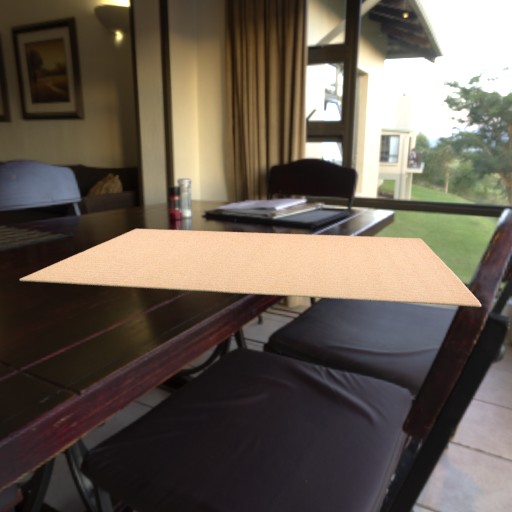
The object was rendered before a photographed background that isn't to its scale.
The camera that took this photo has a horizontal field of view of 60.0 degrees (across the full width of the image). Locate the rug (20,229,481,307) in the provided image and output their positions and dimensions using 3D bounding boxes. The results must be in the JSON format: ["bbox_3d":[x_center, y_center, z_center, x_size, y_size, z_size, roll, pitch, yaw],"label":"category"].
[{"bbox_3d":[0.000,0.000,3.018,2.441,0.014,1.531,2,15,9],"label":"rug"}]
